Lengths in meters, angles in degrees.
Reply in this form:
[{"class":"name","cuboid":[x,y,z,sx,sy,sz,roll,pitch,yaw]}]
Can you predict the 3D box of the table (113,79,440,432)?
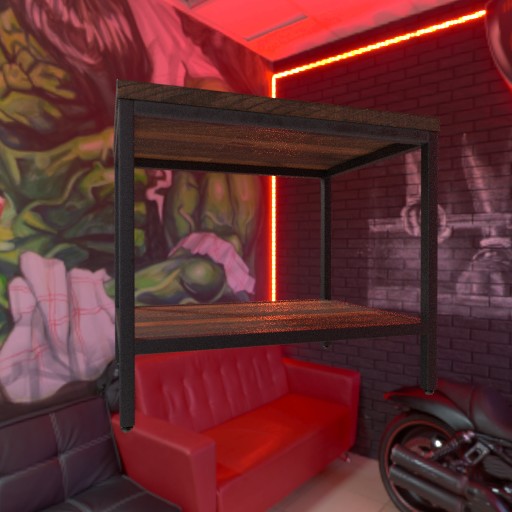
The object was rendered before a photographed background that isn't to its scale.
[{"class":"table","cuboid":[0.000,0.000,1.116,0.678,0.612,0.524,0,1,-19]}]
